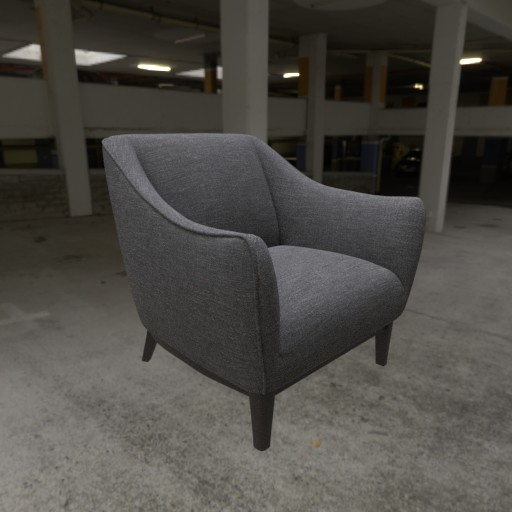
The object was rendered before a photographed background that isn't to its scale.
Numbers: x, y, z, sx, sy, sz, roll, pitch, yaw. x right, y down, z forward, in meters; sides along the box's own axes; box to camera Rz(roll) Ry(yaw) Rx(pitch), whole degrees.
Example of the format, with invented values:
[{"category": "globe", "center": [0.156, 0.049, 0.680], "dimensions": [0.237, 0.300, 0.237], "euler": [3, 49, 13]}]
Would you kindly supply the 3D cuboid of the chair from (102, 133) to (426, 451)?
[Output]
[{"category": "chair", "center": [0.000, 0.000, 1.564], "dimensions": [0.870, 0.829, 0.851], "euler": [-15, 22, -43]}]
